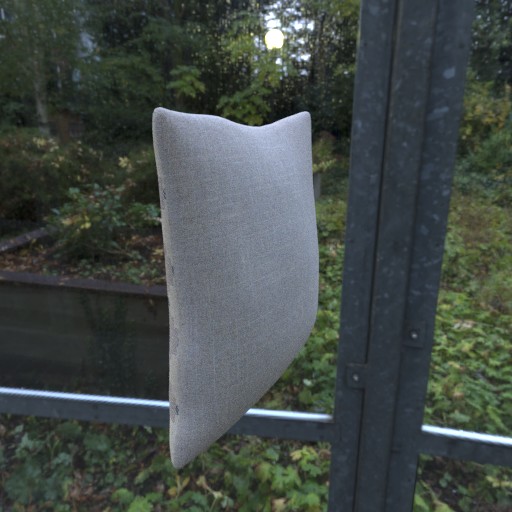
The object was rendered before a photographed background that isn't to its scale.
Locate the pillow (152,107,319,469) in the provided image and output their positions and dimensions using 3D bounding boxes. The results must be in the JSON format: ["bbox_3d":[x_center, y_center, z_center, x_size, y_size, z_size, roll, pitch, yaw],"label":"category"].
[{"bbox_3d":[0.000,0.000,0.870,0.192,0.558,0.578,8,17,25],"label":"pillow"}]
